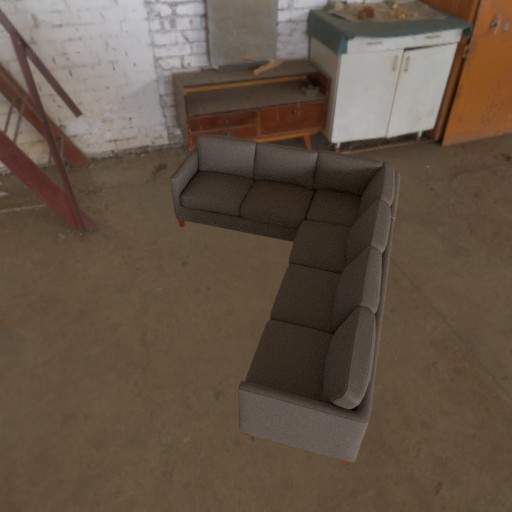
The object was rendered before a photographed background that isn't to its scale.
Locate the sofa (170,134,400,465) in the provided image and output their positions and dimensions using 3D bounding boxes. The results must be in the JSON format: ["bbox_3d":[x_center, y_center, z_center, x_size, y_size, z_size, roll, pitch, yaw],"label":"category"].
[{"bbox_3d":[0.000,0.000,4.485,2.593,0.947,3.302,12,43,13],"label":"sofa"}]
